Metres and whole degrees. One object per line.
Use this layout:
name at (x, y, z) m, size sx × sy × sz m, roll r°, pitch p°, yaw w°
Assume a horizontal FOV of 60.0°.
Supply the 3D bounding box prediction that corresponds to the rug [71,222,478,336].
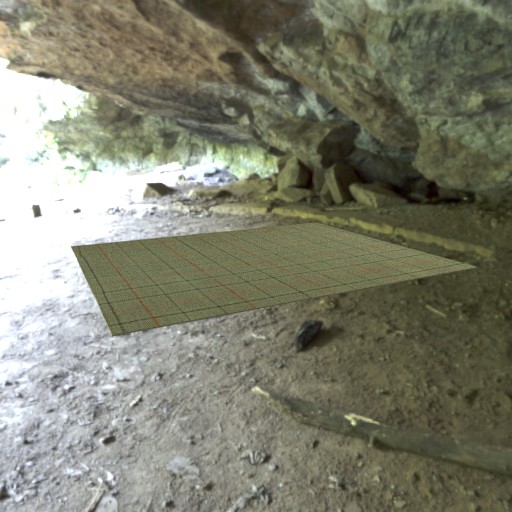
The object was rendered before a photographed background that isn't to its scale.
rug at (0.000, 0.000, 4.190) m, size 3.048 × 0.012 × 2.444 m, roll -7°, pitch 16°, yaw -26°
